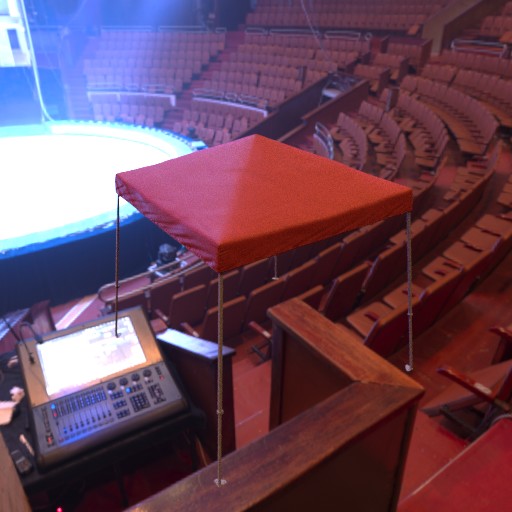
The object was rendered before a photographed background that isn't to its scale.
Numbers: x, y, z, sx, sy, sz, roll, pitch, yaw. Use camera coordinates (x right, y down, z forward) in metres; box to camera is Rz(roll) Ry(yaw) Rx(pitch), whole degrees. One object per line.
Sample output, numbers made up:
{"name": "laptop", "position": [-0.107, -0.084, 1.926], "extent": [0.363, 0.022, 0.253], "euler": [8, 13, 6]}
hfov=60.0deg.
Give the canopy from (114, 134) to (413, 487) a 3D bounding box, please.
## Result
{"name": "canopy", "position": [0.000, 0.000, 6.655], "extent": [3.599, 3.600, 3.600], "euler": [-18, 32, -31]}
